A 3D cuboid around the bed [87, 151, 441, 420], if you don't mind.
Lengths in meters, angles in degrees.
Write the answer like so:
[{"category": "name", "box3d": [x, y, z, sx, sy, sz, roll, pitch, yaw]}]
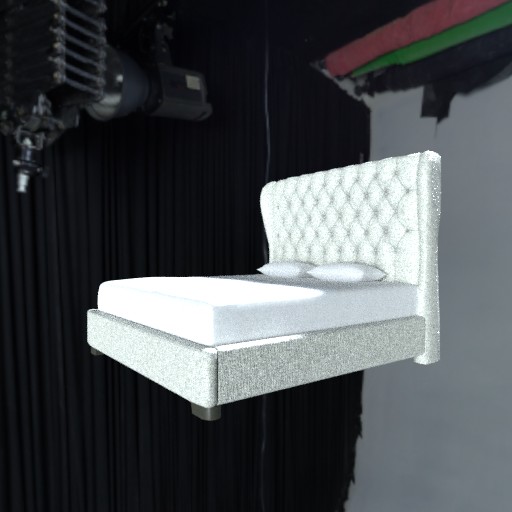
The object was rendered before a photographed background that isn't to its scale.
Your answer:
[{"category": "bed", "box3d": [0.000, 0.000, 3.920, 2.347, 1.771, 2.219, 0, 1, -37]}]
